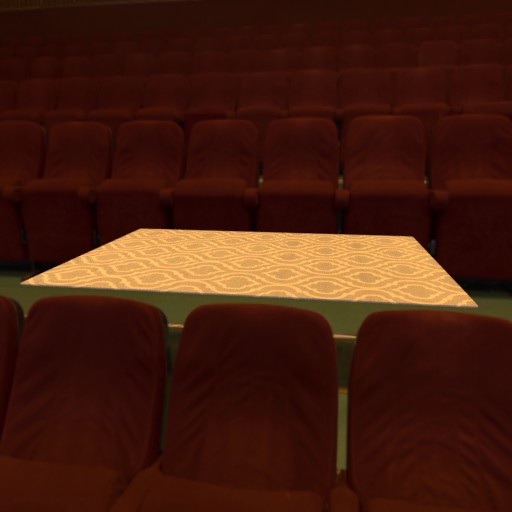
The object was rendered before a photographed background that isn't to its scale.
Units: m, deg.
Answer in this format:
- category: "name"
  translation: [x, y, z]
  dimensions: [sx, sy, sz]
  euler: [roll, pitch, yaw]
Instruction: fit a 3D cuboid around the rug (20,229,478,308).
- category: "rug"
  translation: [0.000, 0.000, 2.673]
  dimensions: [2.080, 0.010, 1.451]
  euler: [2, 14, 8]
